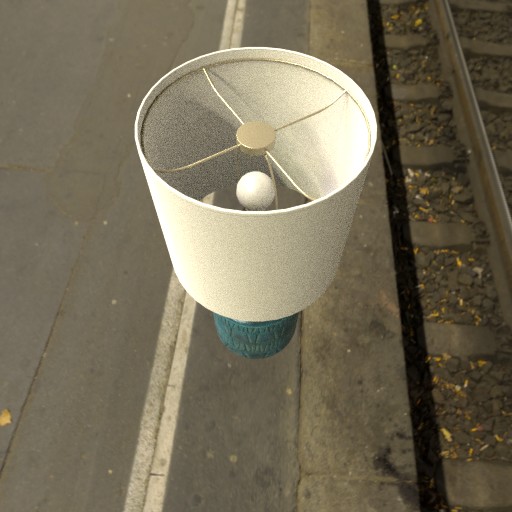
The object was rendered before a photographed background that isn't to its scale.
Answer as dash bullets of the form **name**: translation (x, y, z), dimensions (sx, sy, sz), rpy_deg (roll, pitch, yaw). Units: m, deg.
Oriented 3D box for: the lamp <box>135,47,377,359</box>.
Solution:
- **lamp**: translation (0.000, 0.000, 0.582), dimensions (0.211, 0.455, 0.211), rpy_deg (-15, 59, -9)
